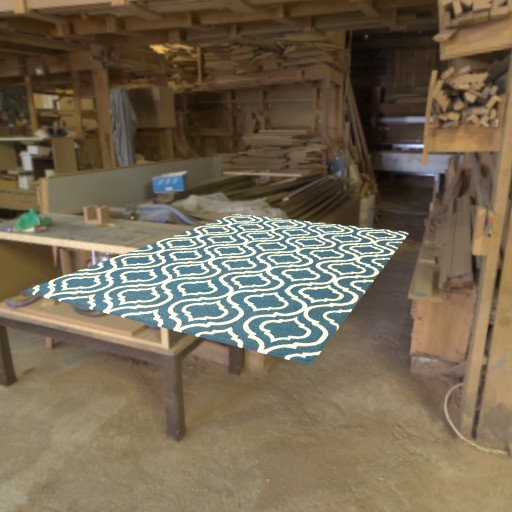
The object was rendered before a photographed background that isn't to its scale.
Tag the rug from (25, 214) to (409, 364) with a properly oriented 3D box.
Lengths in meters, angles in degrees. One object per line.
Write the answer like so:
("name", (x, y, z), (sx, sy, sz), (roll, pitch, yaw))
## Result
("rug", (0.000, 0.000, 2.794), (1.524, 0.010, 2.134), (9, 19, 26))
